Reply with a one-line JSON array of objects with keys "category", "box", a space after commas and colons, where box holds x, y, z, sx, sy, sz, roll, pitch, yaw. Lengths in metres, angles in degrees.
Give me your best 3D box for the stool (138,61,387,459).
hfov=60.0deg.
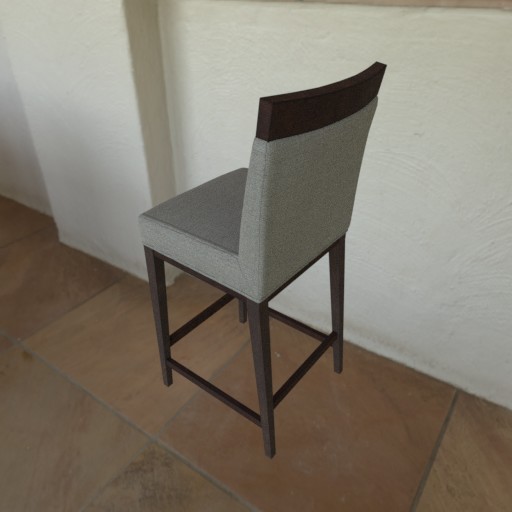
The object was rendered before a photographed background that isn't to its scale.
[{"category": "stool", "box": [0.000, 0.000, 1.400, 0.531, 1.117, 0.511, 23, 39, 31]}]
